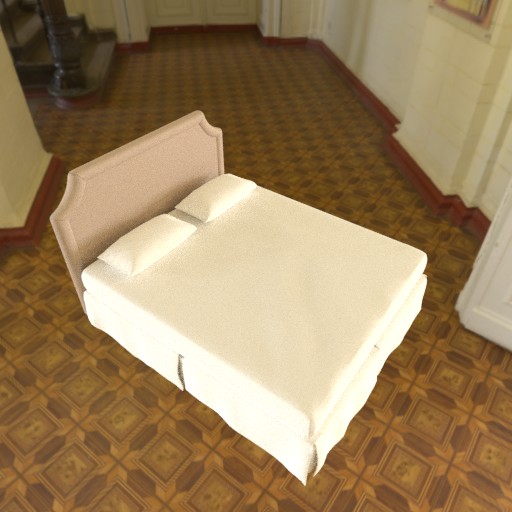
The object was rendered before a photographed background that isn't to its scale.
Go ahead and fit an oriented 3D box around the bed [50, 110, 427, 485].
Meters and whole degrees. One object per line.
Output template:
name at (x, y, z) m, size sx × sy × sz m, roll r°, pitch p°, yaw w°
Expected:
bed at (0.000, 0.000, 4.127) m, size 2.773 × 1.590 × 2.350 m, roll 26°, pitch 47°, yaw 27°
